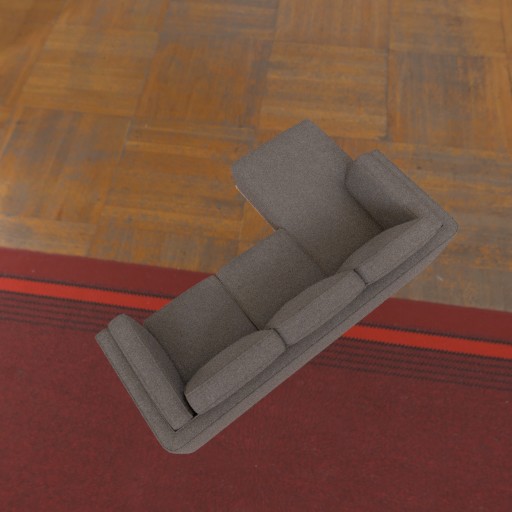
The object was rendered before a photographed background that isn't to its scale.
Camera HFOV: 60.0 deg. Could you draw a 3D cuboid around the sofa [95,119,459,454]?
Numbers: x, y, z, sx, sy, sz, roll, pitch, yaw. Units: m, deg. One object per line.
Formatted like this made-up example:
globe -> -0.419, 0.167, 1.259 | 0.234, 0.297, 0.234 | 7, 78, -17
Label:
sofa -> 0.000, 0.000, 3.258 | 2.411, 0.929, 1.604 | -34, 69, -15
